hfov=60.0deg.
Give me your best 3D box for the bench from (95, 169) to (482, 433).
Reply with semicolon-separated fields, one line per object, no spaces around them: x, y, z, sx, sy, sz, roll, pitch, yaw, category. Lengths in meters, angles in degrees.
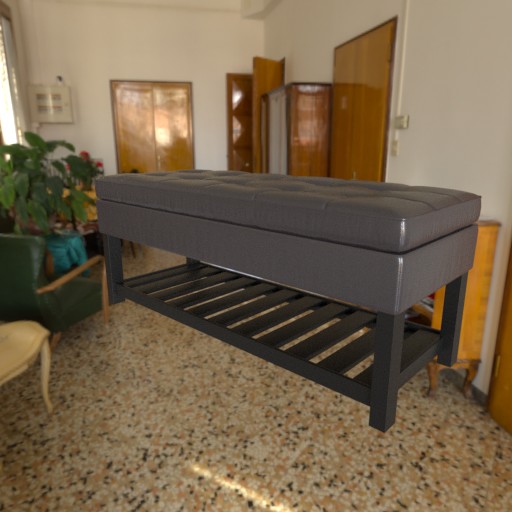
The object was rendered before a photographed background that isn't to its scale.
0.000;0.000;1.325;1.105;0.460;0.432;14;20;41;bench
